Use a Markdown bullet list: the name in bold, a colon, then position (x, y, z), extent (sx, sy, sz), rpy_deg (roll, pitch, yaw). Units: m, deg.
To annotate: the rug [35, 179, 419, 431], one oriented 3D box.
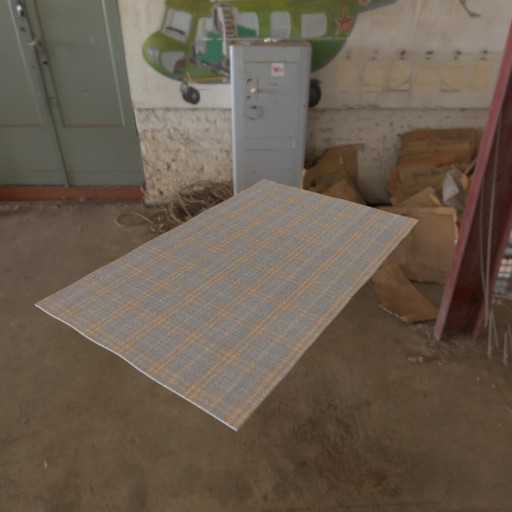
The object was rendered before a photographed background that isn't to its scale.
- **rug**: position (0.000, 0.000, 3.149), extent (1.545, 0.016, 2.460), rpy_deg (20, 37, 29)
